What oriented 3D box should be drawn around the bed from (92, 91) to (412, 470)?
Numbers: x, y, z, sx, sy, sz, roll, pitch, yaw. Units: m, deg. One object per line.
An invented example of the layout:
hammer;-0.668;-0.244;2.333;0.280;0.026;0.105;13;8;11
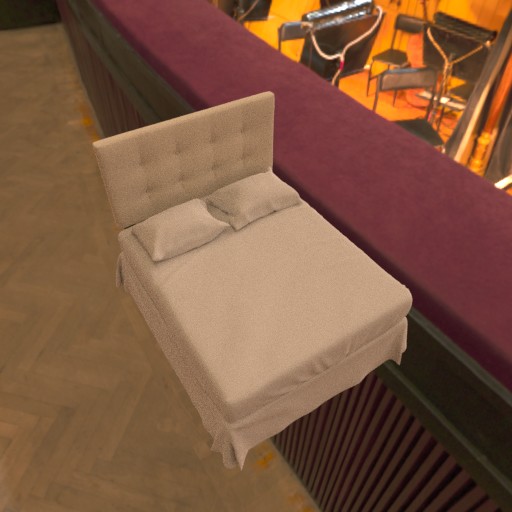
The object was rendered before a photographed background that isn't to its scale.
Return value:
bed;0.000;0.000;3.582;1.936;1.577;2.222;-25;50;-22
